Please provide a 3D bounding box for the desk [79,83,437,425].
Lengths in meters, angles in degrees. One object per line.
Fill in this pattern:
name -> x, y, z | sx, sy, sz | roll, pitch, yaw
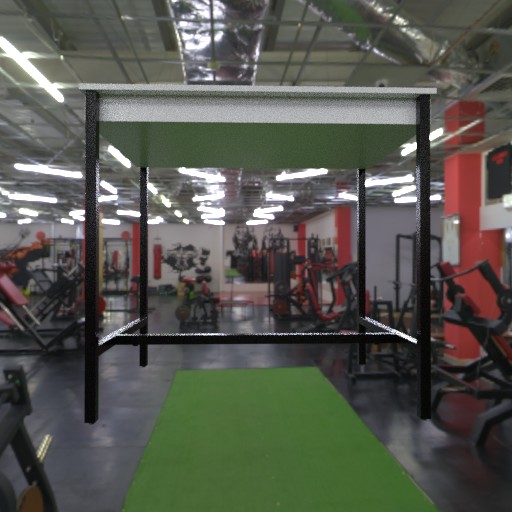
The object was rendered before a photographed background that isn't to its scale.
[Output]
desk -> 0.000, 0.000, 1.287 | 0.811, 0.766, 0.573 | 0, -1, -2
